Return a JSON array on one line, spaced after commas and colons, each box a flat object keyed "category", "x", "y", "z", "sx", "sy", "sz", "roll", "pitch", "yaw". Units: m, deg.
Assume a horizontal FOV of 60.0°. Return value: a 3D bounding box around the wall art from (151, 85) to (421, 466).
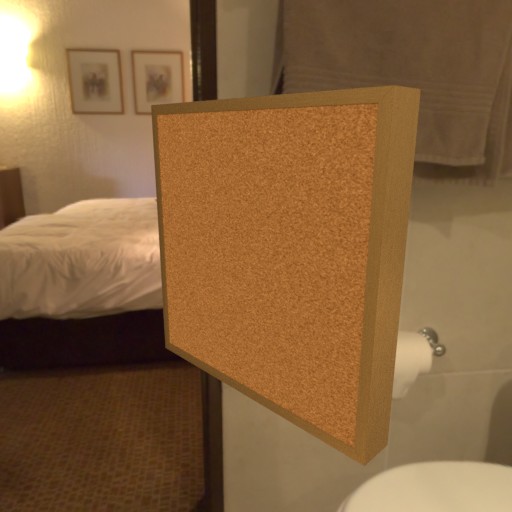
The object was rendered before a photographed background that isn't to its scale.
[{"category": "wall art", "x": 0.000, "y": 0.000, "z": 0.455, "sx": 0.038, "sy": 0.305, "sz": 0.304, "roll": -15, "pitch": 21, "yaw": -42}]
